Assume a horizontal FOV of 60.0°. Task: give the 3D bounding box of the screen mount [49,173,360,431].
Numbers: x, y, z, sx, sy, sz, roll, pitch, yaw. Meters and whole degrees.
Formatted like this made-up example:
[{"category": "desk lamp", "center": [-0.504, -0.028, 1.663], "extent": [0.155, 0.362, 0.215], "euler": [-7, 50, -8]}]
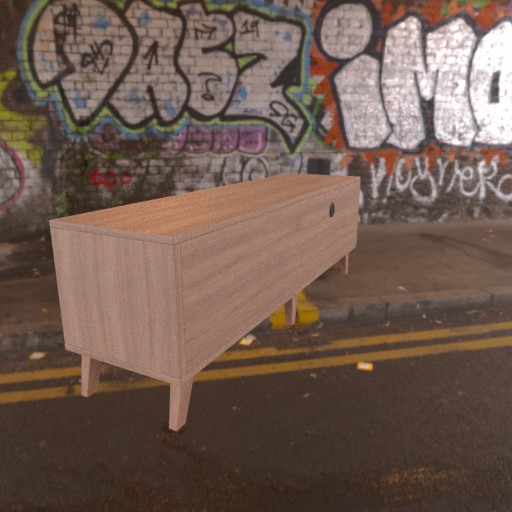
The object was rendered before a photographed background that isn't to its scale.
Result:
[{"category": "screen mount", "center": [0.000, 0.000, 1.747], "extent": [0.401, 0.509, 1.500], "euler": [8, 18, 27]}]
